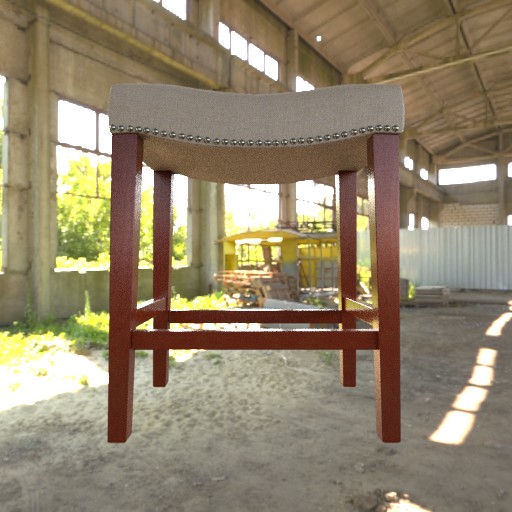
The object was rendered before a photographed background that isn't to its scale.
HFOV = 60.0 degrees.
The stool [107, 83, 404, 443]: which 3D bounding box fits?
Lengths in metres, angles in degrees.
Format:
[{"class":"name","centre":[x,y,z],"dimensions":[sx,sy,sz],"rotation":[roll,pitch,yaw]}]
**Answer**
[{"class":"stool","centre":[0.000,0.000,0.928],"dimensions":[0.509,0.632,0.375],"rotation":[0,-1,0]}]
